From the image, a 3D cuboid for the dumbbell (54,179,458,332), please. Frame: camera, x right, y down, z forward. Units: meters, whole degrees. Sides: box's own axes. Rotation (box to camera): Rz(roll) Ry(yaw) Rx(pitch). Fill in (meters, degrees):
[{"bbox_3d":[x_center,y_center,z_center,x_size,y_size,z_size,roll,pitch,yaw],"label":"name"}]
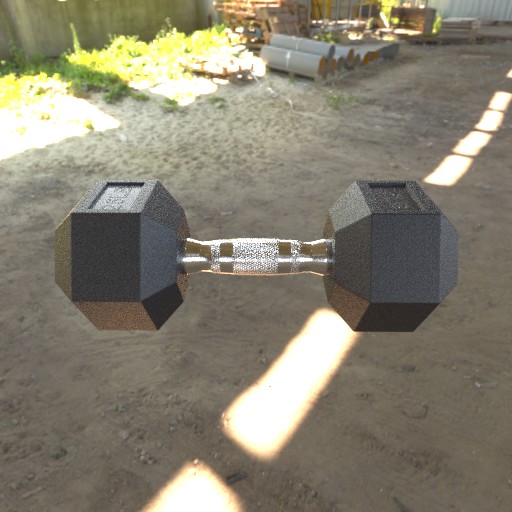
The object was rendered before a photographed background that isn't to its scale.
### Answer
[{"bbox_3d":[0.000,0.000,0.380,0.315,0.113,0.129,0,31,0],"label":"dumbbell"}]
